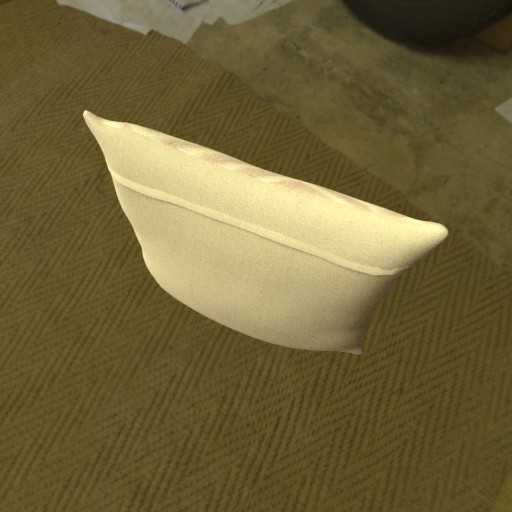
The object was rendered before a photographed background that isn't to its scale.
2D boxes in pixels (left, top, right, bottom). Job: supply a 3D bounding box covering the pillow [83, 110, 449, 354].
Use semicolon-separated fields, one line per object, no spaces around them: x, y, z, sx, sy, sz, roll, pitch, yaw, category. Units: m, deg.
0.000;0.000;0.671;0.440;0.441;0.182;21;65;10;pillow
